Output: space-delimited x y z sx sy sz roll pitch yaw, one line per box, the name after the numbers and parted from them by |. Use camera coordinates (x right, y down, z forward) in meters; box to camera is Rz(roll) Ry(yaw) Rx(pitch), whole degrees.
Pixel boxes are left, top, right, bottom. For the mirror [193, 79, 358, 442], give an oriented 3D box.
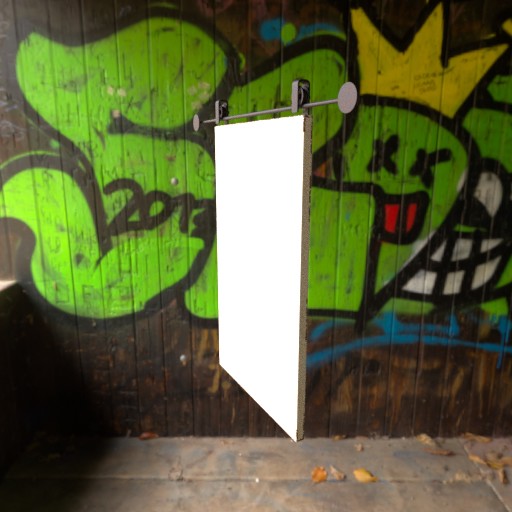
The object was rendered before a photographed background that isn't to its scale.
0.000 0.000 1.203 0.037 0.844 0.808 -7 15 -27 | mirror
